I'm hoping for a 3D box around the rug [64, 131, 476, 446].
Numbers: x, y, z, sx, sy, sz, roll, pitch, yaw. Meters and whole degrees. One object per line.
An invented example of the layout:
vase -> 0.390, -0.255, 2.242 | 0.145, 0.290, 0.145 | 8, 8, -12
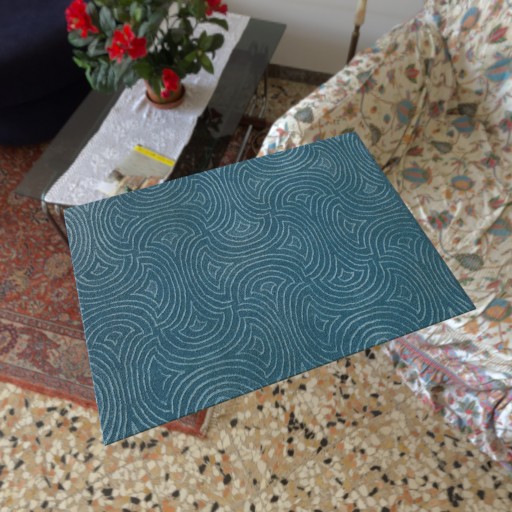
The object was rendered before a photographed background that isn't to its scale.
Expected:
rug -> 0.000, 0.000, 2.741 | 2.144, 0.015, 1.543 | -17, 60, -10
